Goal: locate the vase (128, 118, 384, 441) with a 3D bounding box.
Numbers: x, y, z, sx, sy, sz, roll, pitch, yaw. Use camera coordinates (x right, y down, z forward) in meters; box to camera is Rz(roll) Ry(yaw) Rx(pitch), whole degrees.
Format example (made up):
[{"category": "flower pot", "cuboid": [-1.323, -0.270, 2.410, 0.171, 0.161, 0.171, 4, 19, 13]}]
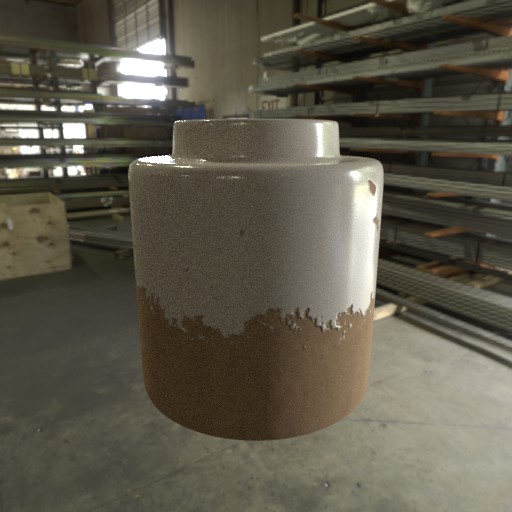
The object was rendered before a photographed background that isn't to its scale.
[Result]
[{"category": "vase", "cuboid": [0.000, 0.000, 0.288, 0.153, 0.167, 0.153, 0, 15, 0]}]
